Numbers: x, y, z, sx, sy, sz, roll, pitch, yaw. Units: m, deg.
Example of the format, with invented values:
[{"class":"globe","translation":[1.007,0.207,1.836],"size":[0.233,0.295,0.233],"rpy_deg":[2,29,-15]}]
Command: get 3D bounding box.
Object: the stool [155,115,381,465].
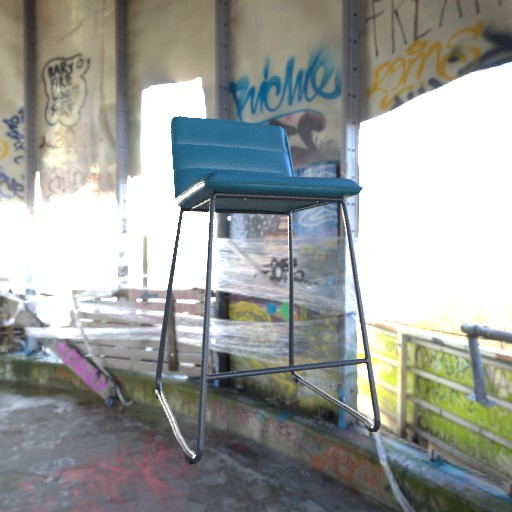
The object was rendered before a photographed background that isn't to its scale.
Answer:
[{"class":"stool","translation":[0.000,0.000,1.222],"size":[0.489,0.866,0.524],"rpy_deg":[0,1,-21]}]
